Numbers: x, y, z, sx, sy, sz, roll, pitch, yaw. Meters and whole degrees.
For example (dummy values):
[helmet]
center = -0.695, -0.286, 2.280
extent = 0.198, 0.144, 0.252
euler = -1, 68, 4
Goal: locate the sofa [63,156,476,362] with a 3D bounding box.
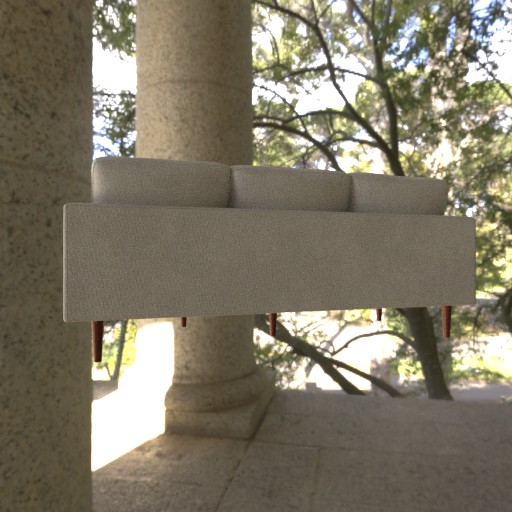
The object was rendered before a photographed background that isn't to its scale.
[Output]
[sofa]
center = 0.000, 0.000, 2.941
extent = 2.233, 0.956, 1.504
euler = 0, 0, -18
